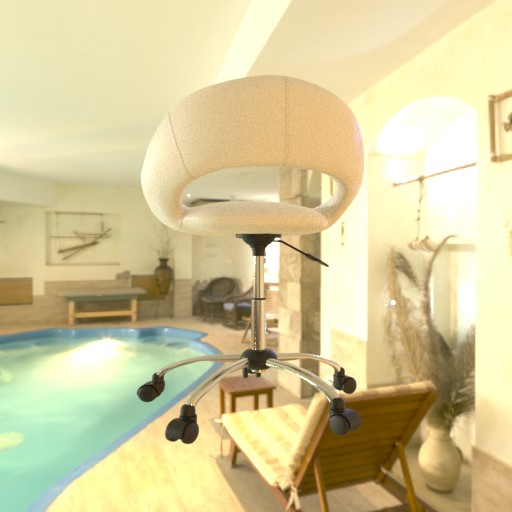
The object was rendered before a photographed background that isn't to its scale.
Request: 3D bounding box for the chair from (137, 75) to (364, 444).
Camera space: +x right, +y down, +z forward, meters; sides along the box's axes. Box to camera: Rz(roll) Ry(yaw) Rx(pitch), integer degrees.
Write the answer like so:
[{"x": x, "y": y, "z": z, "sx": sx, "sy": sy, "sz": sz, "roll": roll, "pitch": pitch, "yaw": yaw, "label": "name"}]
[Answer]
[{"x": 0.000, "y": 0.000, "z": 1.186, "sx": 0.612, "sy": 0.791, "sz": 0.538, "roll": 0, "pitch": 0, "yaw": -17, "label": "chair"}]
